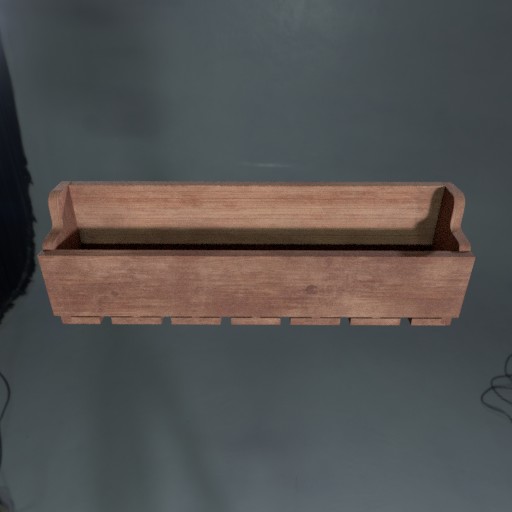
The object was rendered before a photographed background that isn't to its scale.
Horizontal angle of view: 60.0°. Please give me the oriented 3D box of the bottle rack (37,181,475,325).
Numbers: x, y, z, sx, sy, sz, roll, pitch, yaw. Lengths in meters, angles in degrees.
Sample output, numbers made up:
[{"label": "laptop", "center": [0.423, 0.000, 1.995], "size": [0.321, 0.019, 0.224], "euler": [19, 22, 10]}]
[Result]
[{"label": "bottle rack", "center": [0.000, 0.000, 0.687], "size": [0.608, 0.196, 0.126], "euler": [0, 30, 0]}]
